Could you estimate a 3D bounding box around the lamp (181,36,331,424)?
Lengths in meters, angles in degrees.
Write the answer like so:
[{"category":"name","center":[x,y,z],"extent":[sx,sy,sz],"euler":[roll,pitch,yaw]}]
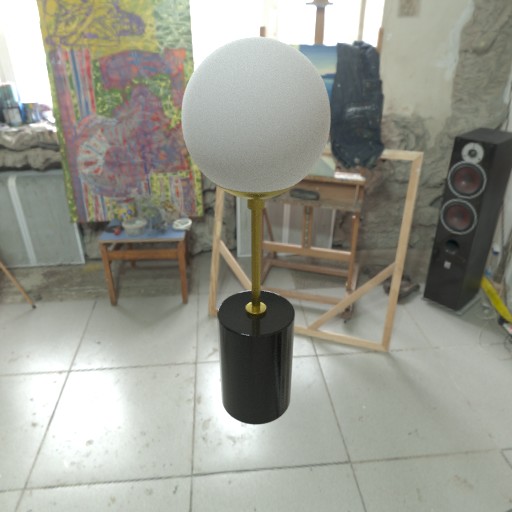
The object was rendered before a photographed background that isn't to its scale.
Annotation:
[{"category":"lamp","center":[0.000,0.000,0.541],"extent":[0.153,0.480,0.153],"euler":[0,29,0]}]
